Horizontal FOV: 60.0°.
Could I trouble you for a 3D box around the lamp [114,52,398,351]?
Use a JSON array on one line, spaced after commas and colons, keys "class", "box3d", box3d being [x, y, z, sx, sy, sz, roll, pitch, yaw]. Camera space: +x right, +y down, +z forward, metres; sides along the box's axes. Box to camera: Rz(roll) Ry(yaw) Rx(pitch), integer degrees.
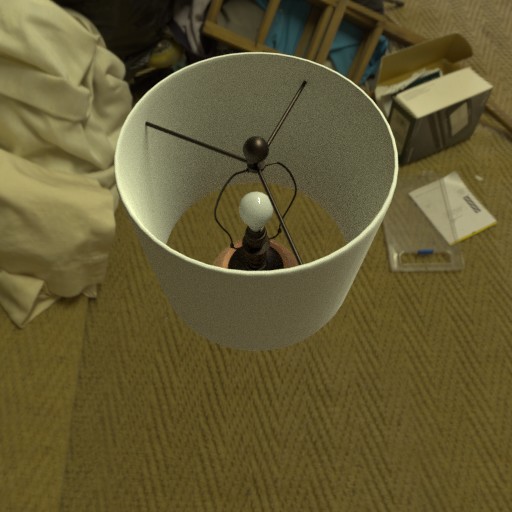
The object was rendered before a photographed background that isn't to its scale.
[{"class": "lamp", "box3d": [0.000, 0.000, 0.756, 0.329, 0.570, 0.329, 0, 63, 0]}]
